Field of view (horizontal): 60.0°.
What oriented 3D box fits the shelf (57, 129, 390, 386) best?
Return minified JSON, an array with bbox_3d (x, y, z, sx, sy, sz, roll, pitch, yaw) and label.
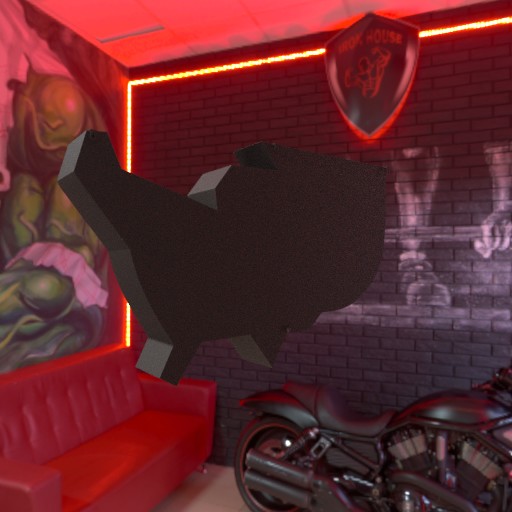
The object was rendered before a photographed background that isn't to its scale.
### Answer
[{"bbox_3d":[0.000,0.000,0.895,0.729,0.439,0.112,1,-1,-37],"label":"shelf"}]
